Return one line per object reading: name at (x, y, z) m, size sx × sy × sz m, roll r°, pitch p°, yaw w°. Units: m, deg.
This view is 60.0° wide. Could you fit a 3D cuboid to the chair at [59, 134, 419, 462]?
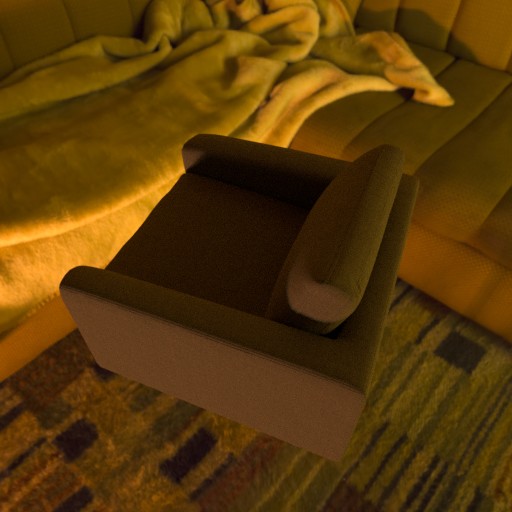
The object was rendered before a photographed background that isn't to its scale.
chair at (0.000, 0.000, 1.825) m, size 1.100 × 0.847 × 1.070 m, roll 16°, pitch 49°, yaw 15°
